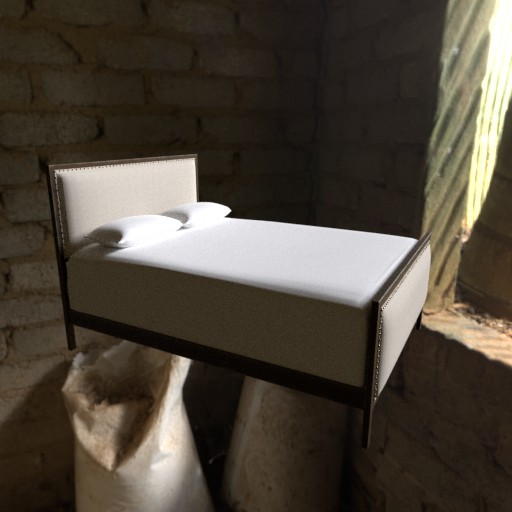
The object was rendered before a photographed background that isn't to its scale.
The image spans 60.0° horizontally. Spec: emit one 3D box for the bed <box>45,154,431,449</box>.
[{"bbox_3d":[0.000,0.000,3.193,2.221,1.313,1.607,8,18,27],"label":"bed"}]
